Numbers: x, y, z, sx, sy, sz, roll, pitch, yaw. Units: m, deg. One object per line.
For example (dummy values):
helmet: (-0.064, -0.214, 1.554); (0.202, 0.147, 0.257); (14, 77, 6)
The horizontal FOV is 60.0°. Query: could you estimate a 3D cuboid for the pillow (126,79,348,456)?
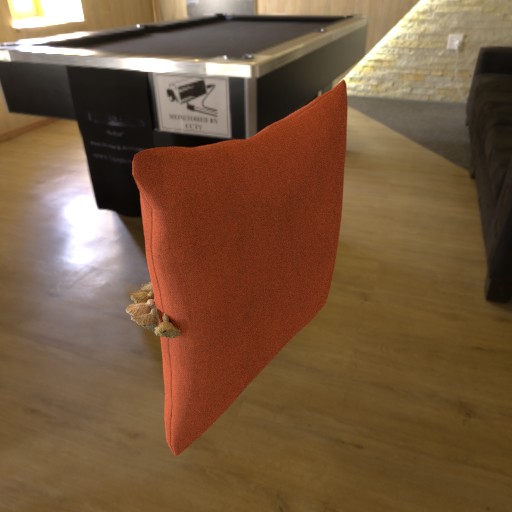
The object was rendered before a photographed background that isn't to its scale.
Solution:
pillow: (0.000, 0.000, 0.727); (0.165, 0.482, 0.490); (22, 38, 30)
